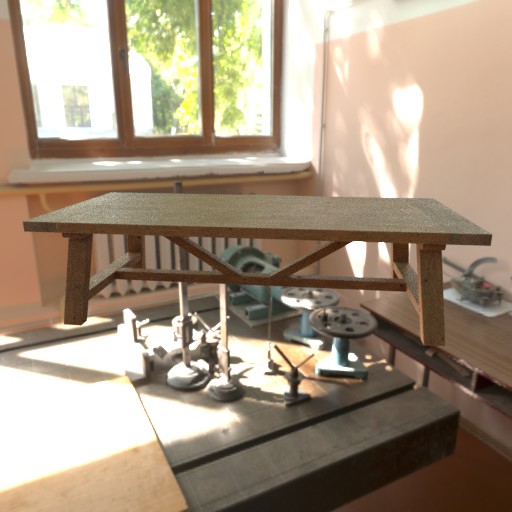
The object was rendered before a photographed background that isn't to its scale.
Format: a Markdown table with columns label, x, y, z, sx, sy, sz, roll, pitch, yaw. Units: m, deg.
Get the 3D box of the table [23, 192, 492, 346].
| label | x | y | z | sx | sy | sz | roll | pitch | yaw |
| --- | --- | --- | --- | --- | --- | --- | --- | --- | --- |
| table | 0.000 | 0.000 | 2.140 | 1.800 | 0.465 | 0.820 | 2 | 17 | 7 |
